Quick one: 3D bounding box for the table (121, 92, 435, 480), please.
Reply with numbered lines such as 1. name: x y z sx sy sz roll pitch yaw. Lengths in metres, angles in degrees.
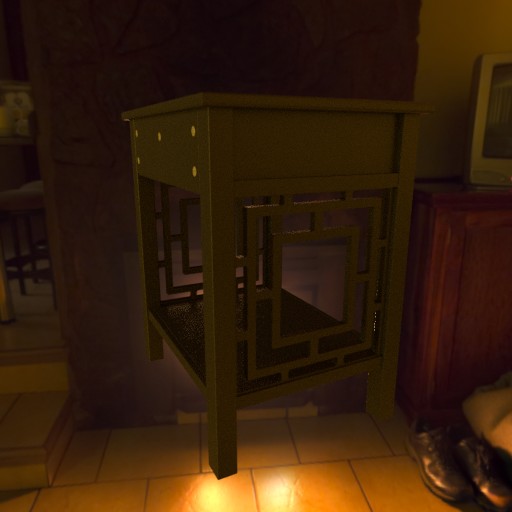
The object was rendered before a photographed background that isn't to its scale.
1. table: 0.000 0.000 1.020 0.451 0.646 0.564 -7 17 -26
